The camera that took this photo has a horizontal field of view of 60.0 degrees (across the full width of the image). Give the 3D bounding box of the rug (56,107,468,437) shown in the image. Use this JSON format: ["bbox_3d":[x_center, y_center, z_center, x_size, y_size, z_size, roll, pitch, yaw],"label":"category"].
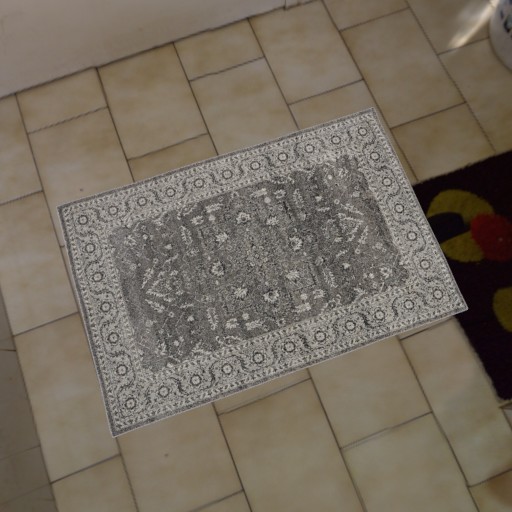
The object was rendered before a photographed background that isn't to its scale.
[{"bbox_3d":[0.000,0.000,2.271,1.828,0.019,1.209,-19,76,-5],"label":"rug"}]
